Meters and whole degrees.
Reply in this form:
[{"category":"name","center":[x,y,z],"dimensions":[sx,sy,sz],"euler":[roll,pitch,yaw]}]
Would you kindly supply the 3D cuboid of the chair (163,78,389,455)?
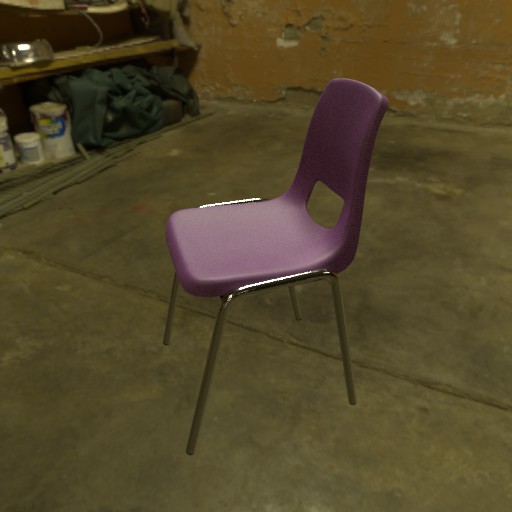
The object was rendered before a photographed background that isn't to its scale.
[{"category":"chair","center":[0.000,0.000,0.976],"dimensions":[0.432,0.704,0.381],"euler":[-9,32,-15]}]
